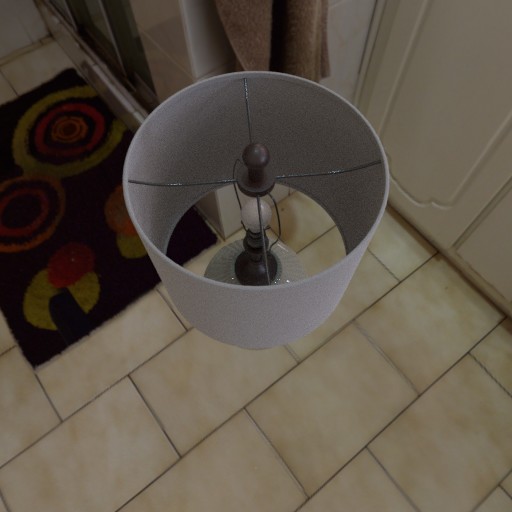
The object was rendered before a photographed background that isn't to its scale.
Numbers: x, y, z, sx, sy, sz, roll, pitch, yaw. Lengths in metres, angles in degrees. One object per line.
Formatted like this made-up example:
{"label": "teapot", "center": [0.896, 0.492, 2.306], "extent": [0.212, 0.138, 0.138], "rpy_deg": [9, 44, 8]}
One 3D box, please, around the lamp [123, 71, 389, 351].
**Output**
{"label": "lamp", "center": [0.000, 0.000, 0.756], "extent": [0.318, 0.567, 0.318], "rpy_deg": [0, 64, 0]}
